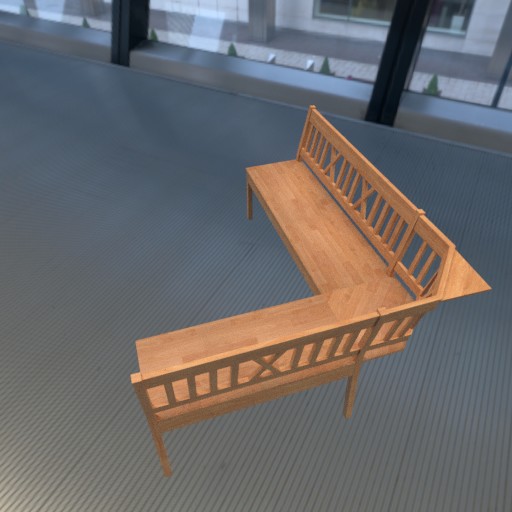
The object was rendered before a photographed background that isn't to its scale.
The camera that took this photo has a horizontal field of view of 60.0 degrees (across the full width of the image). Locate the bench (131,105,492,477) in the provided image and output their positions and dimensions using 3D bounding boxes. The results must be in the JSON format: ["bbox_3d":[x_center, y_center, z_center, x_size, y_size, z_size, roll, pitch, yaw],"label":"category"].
[{"bbox_3d":[0.000,0.000,2.686,1.537,0.902,1.937,-12,43,-14],"label":"bench"}]
